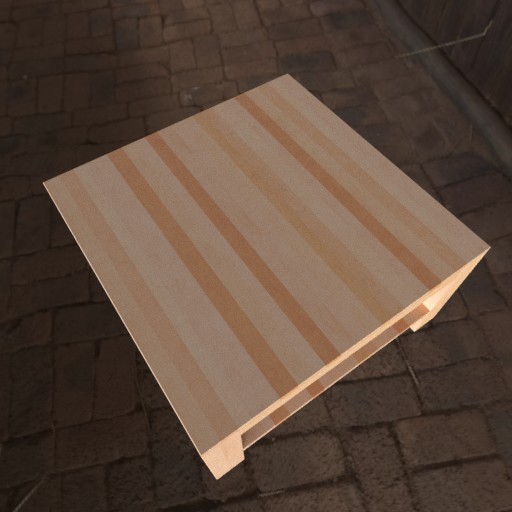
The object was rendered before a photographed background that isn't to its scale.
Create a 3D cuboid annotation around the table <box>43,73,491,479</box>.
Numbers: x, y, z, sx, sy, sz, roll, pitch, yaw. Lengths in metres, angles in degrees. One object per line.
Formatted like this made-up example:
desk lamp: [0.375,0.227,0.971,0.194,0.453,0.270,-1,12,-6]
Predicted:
table: [0.000,0.000,1.431,0.900,0.450,0.900,-30,63,-18]
